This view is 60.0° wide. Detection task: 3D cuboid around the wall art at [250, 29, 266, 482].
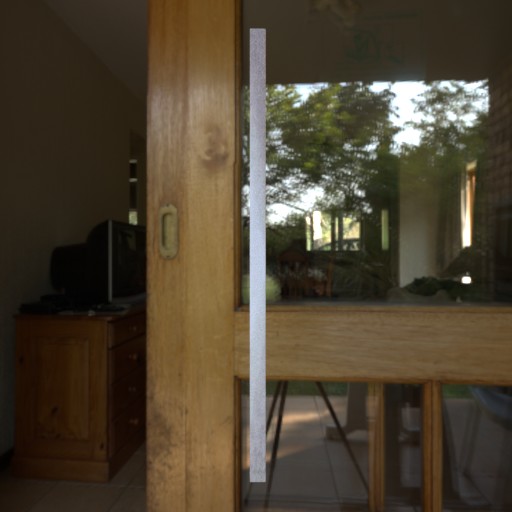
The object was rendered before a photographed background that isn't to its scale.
[{"bbox_3d":[0.000,0.000,1.125,0.027,0.762,0.762,0,0,0],"label":"wall art"}]
